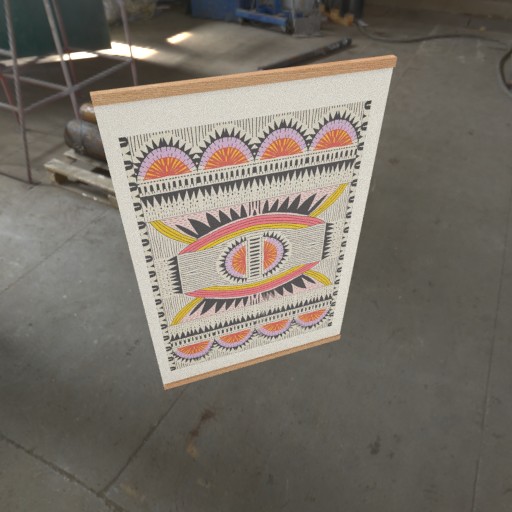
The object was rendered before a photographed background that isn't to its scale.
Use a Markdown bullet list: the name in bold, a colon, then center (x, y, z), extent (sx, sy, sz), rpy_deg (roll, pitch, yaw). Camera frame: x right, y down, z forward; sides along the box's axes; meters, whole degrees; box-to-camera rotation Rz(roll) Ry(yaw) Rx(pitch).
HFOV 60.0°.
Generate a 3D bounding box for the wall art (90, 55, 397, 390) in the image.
- **wall art**: center (0.000, 0.000, 1.896), extent (0.999, 1.533, 0.028), rpy_deg (-13, 43, -14)
